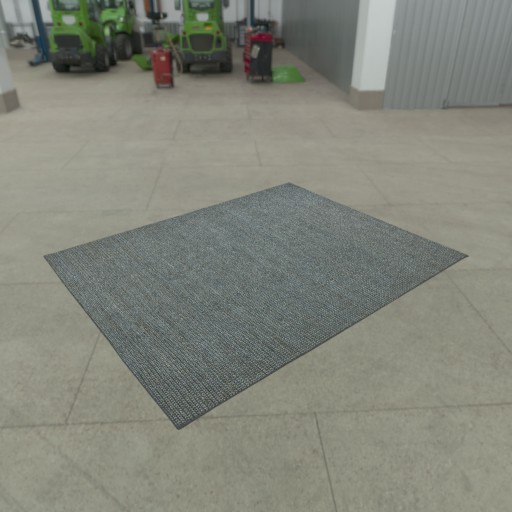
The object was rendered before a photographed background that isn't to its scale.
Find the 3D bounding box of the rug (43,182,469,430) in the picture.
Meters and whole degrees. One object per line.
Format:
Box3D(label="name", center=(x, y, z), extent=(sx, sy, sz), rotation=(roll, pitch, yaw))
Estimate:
Box3D(label="rug", center=(0.000, 0.000, 4.073), extent=(3.068, 0.021, 2.456), rotation=(-22, 36, -33))
